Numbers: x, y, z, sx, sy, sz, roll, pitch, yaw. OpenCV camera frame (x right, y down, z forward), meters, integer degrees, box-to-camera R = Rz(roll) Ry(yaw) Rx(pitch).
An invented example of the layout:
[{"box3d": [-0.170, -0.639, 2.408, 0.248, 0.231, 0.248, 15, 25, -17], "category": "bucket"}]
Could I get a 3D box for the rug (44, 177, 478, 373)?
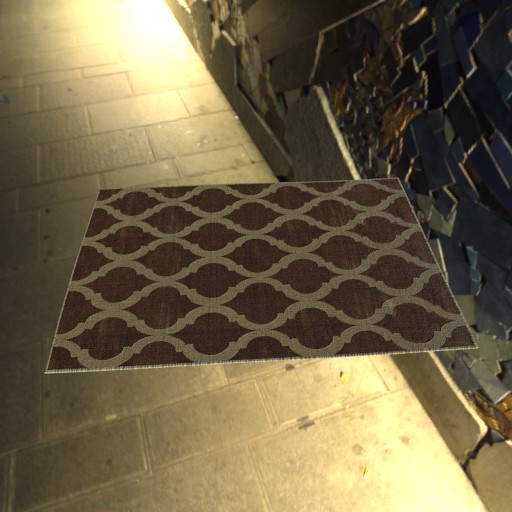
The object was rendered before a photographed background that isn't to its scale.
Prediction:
[{"box3d": [0.000, 0.000, 2.832, 2.284, 0.008, 1.522, -3, 47, -3], "category": "rug"}]
